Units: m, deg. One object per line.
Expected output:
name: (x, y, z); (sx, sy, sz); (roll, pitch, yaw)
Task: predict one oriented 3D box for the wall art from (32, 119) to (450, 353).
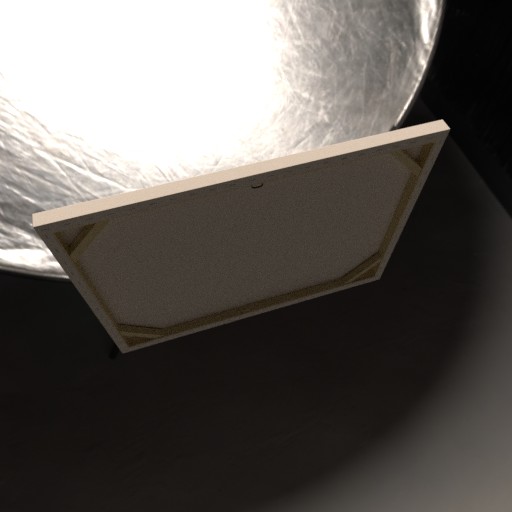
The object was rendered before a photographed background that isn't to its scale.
wall art: (0.000, 0.000, 1.364); (1.016, 0.762, 0.038); (-15, 58, -9)
